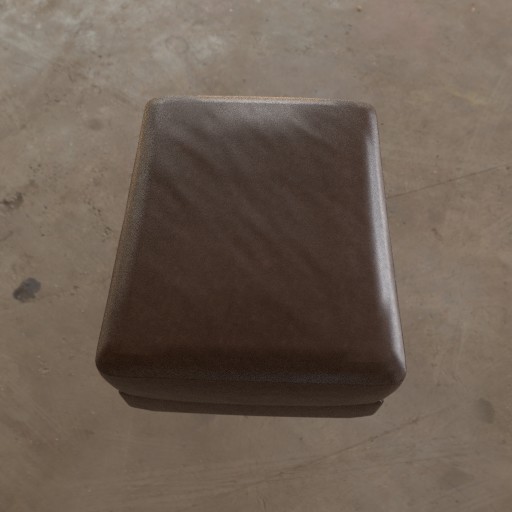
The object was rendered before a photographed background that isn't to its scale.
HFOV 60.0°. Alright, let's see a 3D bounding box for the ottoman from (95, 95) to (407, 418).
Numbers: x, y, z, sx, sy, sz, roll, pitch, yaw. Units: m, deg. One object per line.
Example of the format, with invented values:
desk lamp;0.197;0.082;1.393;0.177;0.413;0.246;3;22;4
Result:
ottoman;0.000;0.000;1.135;0.603;0.476;0.751;2;63;1
